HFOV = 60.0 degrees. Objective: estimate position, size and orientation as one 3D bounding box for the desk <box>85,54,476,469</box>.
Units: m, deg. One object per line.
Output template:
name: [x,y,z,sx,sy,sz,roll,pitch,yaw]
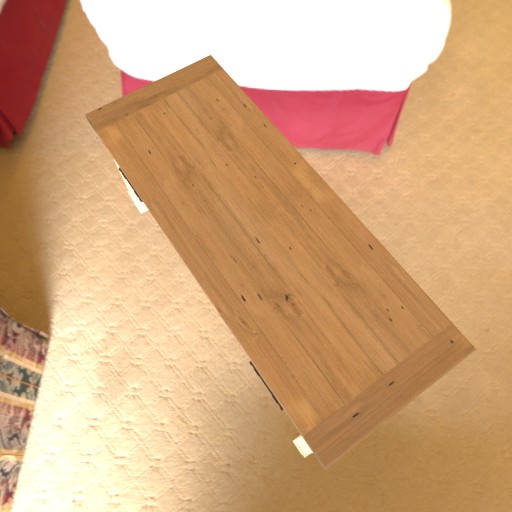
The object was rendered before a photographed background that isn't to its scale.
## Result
desk: [0.000,0.000,2.175,0.688,0.762,1.803,-32,69,-14]
